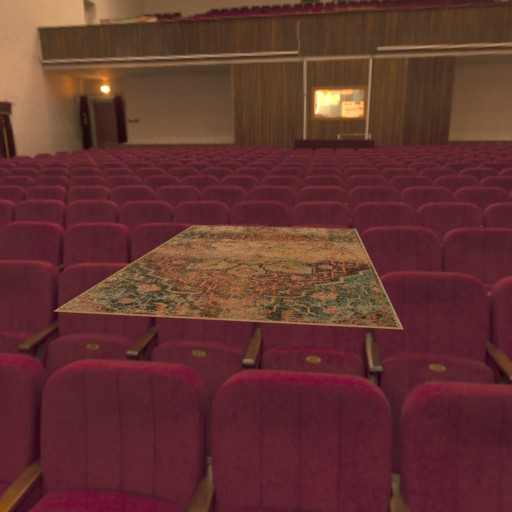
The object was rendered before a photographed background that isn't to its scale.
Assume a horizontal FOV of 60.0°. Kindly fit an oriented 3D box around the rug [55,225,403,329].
[{"bbox_3d":[0.000,0.000,3.023,1.566,0.004,2.363,2,14,8],"label":"rug"}]
